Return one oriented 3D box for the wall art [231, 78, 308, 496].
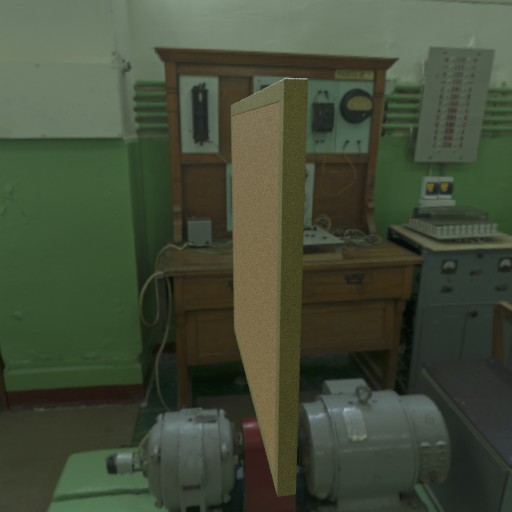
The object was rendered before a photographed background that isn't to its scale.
[{"bbox_3d":[0.000,0.000,1.126,0.037,0.763,0.763,-2,16,-9],"label":"wall art"}]
